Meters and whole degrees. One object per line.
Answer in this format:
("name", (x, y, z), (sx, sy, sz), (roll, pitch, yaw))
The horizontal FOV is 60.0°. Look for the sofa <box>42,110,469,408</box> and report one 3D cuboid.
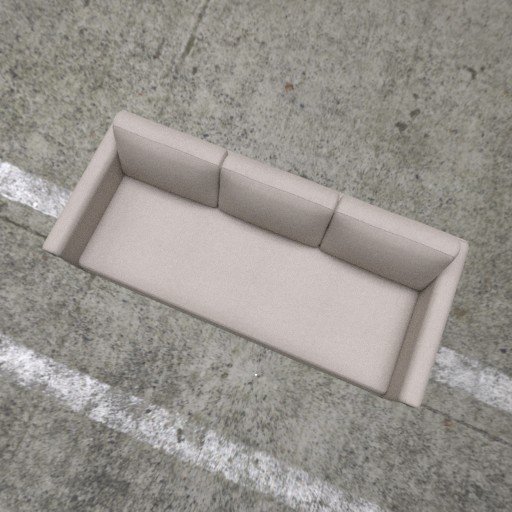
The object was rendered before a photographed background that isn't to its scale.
("sofa", (0.000, 0.000, 2.687), (2.210, 0.838, 0.959), (22, 76, 6))
